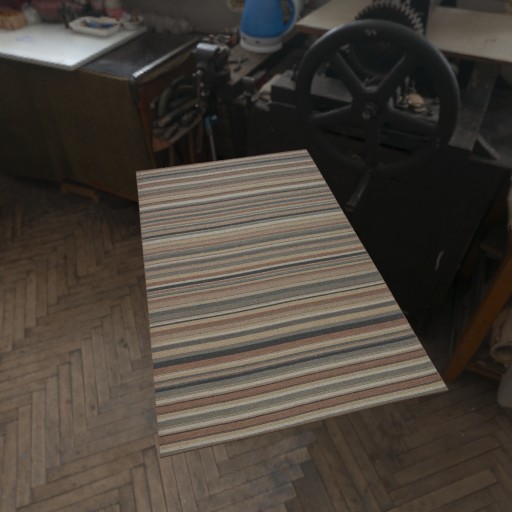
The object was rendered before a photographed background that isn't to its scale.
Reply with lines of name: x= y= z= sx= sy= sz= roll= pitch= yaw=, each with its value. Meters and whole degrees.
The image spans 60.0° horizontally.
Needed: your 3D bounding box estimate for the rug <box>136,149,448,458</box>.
rug: x=0.000 y=0.000 z=3.068 sx=1.523 sy=0.014 sz=2.438 roll=-10 pitch=46 yaw=-9
